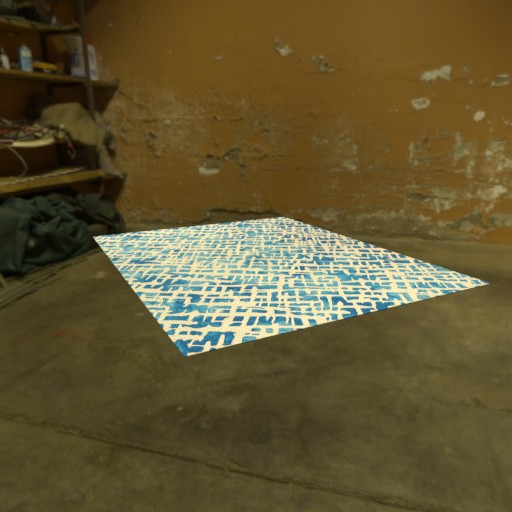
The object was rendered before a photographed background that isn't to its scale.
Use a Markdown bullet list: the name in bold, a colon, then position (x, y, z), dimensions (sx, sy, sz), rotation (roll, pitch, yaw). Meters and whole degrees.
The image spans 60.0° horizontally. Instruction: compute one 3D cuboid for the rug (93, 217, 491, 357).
- **rug**: position (0.000, 0.000, 4.080), dimensions (2.435, 0.007, 3.007), rotation (-8, 18, -26)
